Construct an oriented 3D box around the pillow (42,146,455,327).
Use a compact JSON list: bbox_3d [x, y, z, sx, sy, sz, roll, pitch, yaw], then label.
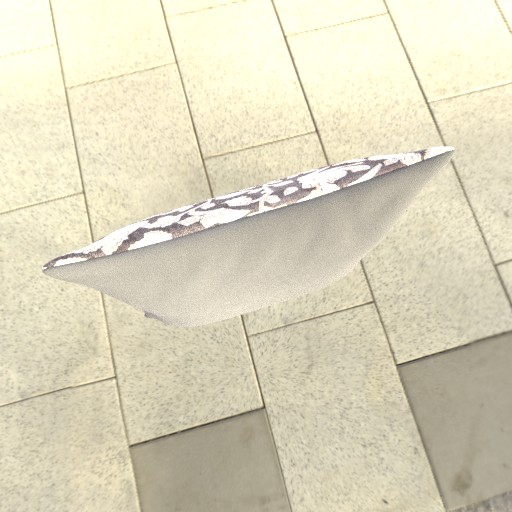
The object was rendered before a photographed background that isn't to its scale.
[{"bbox_3d":[0.000,0.000,0.779,0.526,0.507,0.166,-17,76,-4],"label":"pillow"}]
